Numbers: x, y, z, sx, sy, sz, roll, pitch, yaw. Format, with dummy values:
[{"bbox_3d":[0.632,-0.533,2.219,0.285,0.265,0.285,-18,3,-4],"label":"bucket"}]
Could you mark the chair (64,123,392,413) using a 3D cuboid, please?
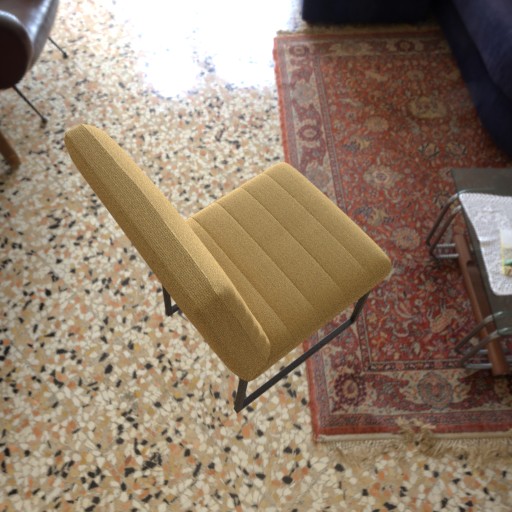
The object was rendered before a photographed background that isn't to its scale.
[{"bbox_3d":[0.000,0.000,1.273,0.634,0.930,0.520,-33,64,-18],"label":"chair"}]
